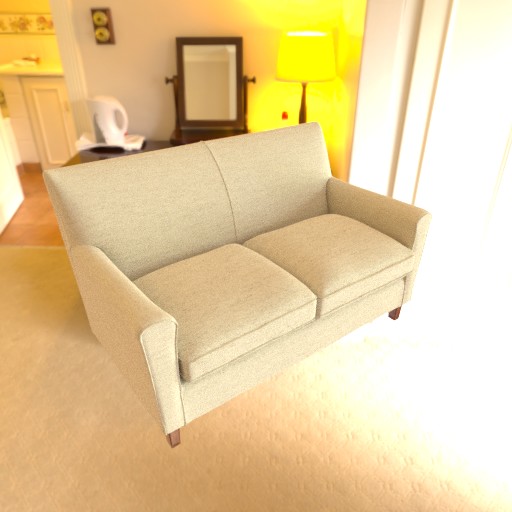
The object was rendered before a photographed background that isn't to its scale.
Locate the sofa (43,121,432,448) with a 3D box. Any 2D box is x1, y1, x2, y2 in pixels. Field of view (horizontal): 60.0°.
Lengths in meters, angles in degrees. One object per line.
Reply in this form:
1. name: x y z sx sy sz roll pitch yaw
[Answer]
1. sofa: 0.000 0.000 2.053 1.482 0.892 0.891 -20 35 -31
